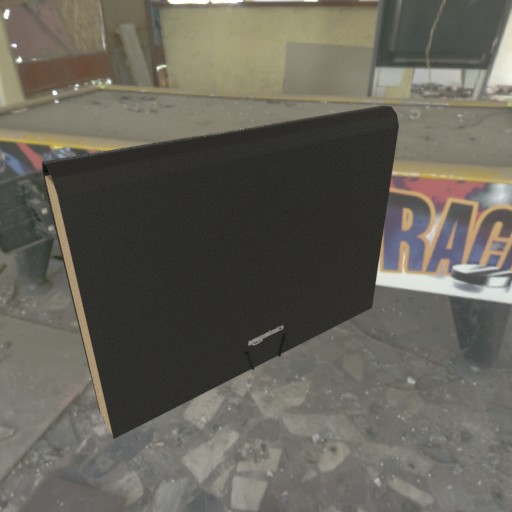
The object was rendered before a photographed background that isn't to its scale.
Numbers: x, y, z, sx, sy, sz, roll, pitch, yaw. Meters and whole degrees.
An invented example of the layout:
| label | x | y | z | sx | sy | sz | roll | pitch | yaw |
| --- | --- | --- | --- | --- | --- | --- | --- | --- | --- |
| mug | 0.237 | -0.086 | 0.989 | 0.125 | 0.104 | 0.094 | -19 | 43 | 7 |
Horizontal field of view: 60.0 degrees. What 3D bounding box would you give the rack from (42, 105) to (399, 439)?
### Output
| label | x | y | z | sx | sy | sz | roll | pitch | yaw |
| --- | --- | --- | --- | --- | --- | --- | --- | --- | --- |
| rack | 0.000 | 0.000 | 0.423 | 0.330 | 0.241 | 0.041 | -19 | 34 | -31 |
